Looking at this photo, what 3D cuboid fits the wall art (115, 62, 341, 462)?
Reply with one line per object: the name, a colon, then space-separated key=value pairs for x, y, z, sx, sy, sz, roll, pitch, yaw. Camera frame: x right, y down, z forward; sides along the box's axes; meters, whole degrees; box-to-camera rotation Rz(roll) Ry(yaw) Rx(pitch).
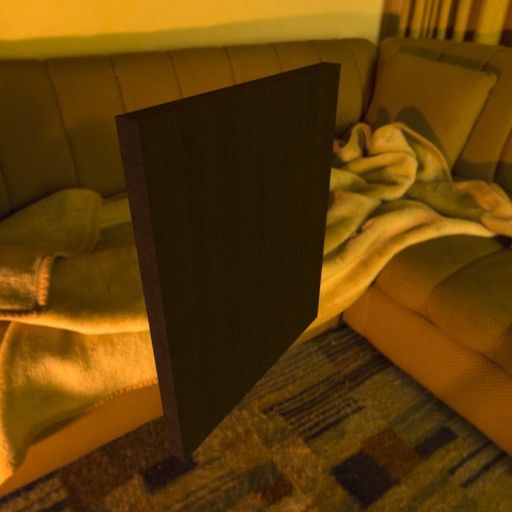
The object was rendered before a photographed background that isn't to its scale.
wall art: x=0.000 y=0.000 z=0.748 sx=0.034 sy=0.552 sz=0.455 roll=20 pitch=37 yaw=29
